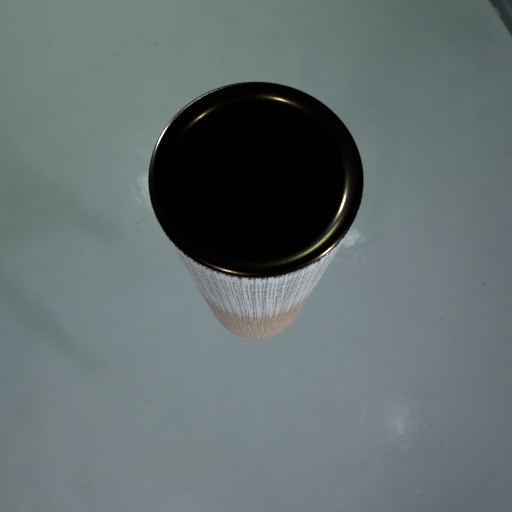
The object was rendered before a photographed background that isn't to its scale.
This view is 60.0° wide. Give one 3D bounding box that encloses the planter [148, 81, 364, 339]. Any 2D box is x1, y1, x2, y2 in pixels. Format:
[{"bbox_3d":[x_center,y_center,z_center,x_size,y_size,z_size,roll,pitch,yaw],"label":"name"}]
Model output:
[{"bbox_3d":[0.000,0.000,0.334,0.099,0.278,0.099,-22,75,-6],"label":"planter"}]
